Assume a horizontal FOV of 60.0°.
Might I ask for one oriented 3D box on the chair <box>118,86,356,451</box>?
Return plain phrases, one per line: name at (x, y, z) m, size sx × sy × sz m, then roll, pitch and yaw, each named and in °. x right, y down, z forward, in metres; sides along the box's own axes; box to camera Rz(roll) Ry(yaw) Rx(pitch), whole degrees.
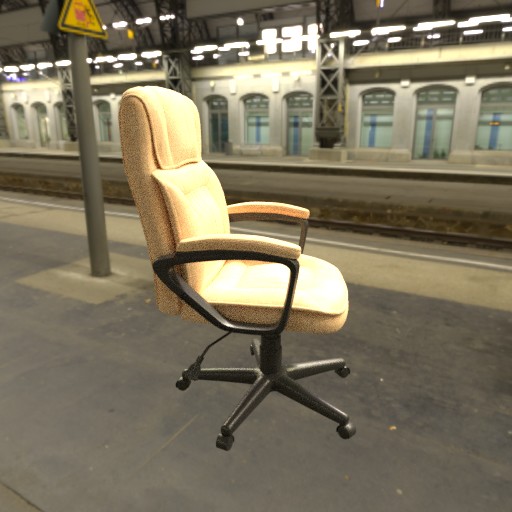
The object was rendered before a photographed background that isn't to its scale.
chair at (0.000, 0.000, 1.541) m, size 0.724 × 1.105 × 0.667 m, roll 2°, pitch 16°, yaw 9°
